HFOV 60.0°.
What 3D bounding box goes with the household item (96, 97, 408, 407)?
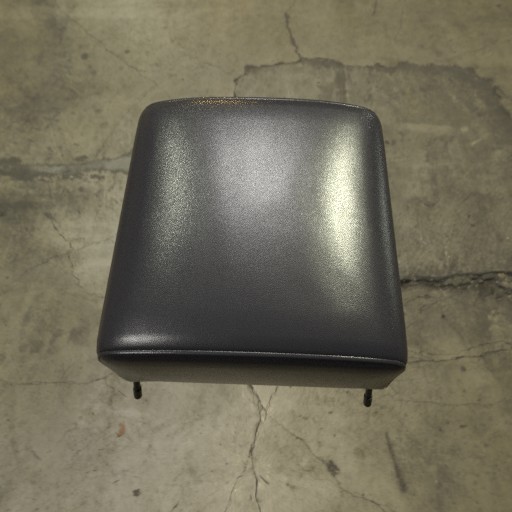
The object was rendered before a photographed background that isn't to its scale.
[{"bbox_3d":[0.000,0.000,0.912,0.530,0.410,0.530,2,65,1],"label":"household item"}]
